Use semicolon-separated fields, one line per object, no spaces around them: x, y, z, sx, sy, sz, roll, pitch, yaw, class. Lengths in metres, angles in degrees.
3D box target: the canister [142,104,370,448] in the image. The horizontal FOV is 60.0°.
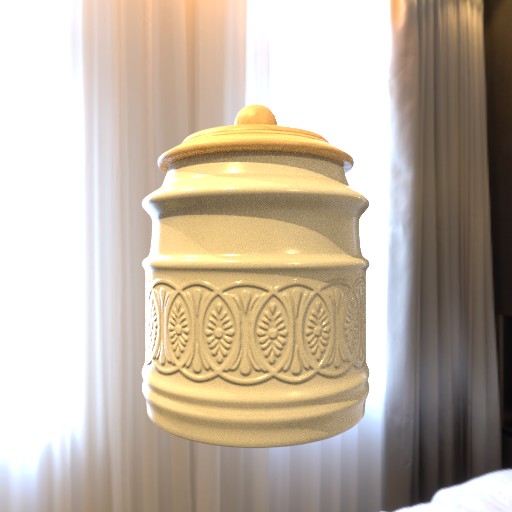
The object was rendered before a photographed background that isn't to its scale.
0.000;0.000;0.261;0.130;0.176;0.130;0;0;0;canister
